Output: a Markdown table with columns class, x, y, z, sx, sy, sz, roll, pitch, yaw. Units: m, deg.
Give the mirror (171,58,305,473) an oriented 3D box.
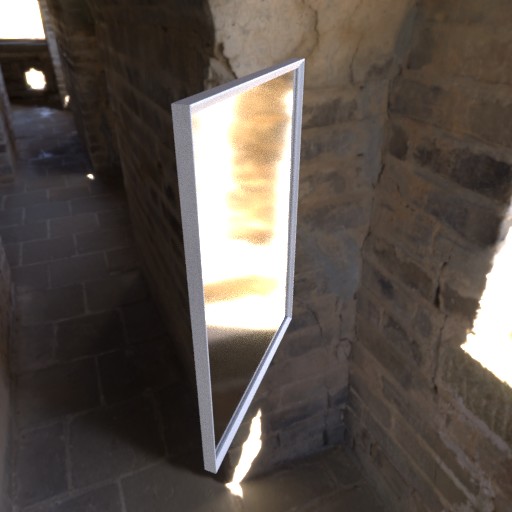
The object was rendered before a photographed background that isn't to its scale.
| class | x | y | z | sx | sy | sz | roll | pitch | yaw |
| --- | --- | --- | --- | --- | --- | --- | --- | --- | --- |
| mirror | 0.000 | 0.000 | 1.328 | 0.041 | 1.016 | 0.762 | 10 | 32 | 18 |
